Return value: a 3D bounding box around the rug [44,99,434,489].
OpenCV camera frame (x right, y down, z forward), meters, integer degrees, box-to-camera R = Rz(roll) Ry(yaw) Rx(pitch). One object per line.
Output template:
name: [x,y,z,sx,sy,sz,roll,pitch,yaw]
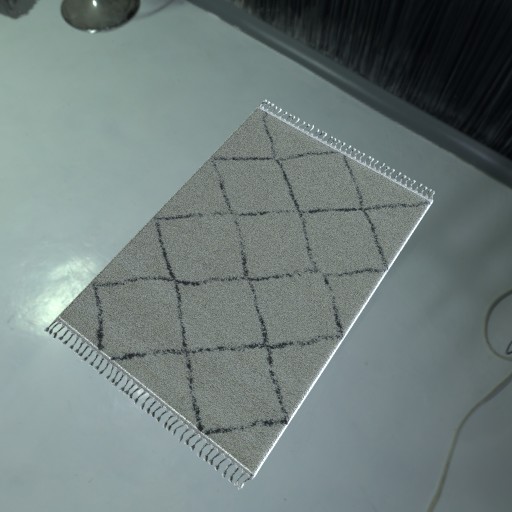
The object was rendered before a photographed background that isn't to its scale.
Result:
rug: [0.000,0.000,2.882,1.494,0.031,2.307,33,69,15]
